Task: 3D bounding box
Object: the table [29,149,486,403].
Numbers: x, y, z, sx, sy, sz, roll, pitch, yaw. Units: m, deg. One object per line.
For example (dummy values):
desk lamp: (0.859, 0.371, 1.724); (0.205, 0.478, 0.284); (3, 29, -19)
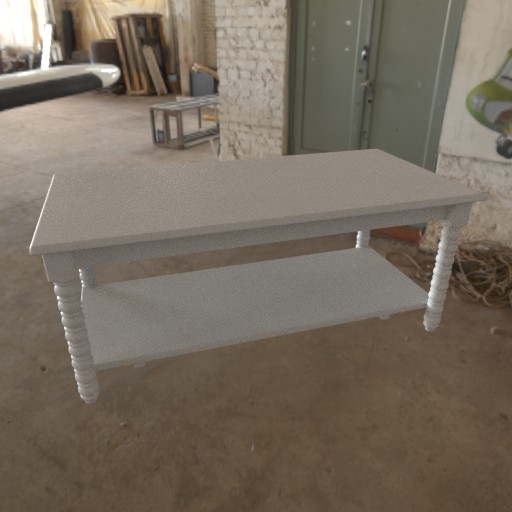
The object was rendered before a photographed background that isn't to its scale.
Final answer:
table: (0.000, 0.000, 1.429); (1.171, 0.487, 0.580); (-8, 28, -15)
